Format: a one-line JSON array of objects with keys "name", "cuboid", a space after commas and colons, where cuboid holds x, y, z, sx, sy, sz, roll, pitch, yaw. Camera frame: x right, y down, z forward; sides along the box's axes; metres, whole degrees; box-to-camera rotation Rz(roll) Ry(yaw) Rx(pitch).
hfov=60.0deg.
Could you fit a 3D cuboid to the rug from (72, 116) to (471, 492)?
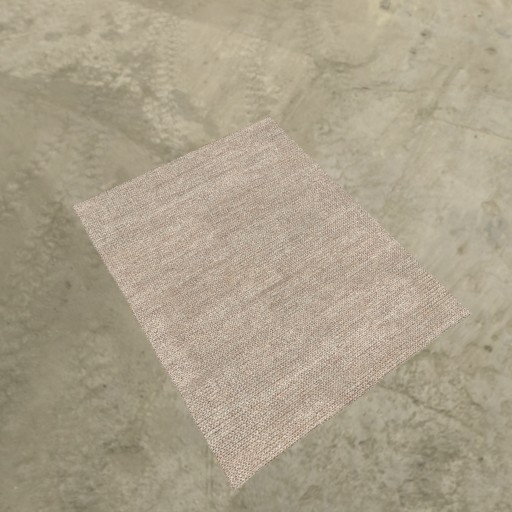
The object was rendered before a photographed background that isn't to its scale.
[{"name": "rug", "cuboid": [0.000, 0.000, 4.122, 2.429, 0.030, 3.052, -30, 62, -17]}]
